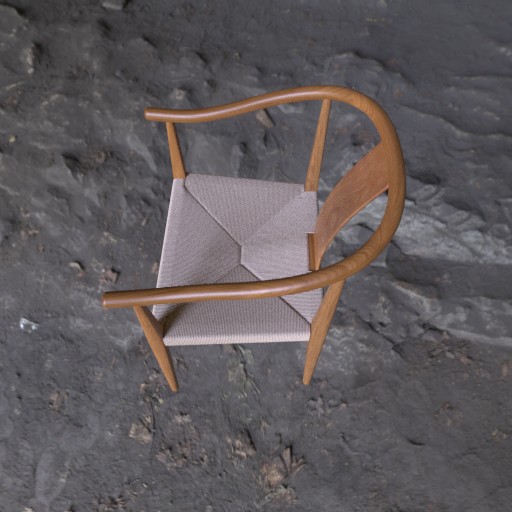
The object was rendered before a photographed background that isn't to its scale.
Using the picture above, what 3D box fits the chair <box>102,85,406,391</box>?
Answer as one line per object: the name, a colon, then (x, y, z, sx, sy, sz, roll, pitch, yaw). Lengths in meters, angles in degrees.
chair: (0.000, 0.000, 1.205, 0.579, 0.800, 0.556, 1, 59, 1)
